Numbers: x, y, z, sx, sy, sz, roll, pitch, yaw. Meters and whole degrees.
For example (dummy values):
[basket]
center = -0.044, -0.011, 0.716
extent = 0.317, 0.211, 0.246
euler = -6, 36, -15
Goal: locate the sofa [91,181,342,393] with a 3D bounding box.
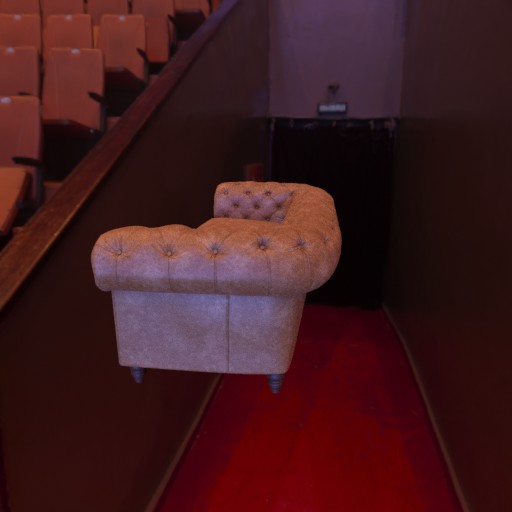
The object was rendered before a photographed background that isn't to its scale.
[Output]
[sofa]
center = 0.000, 0.000, 2.809
extent = 0.989, 0.760, 2.365
euler = 2, 15, 8
